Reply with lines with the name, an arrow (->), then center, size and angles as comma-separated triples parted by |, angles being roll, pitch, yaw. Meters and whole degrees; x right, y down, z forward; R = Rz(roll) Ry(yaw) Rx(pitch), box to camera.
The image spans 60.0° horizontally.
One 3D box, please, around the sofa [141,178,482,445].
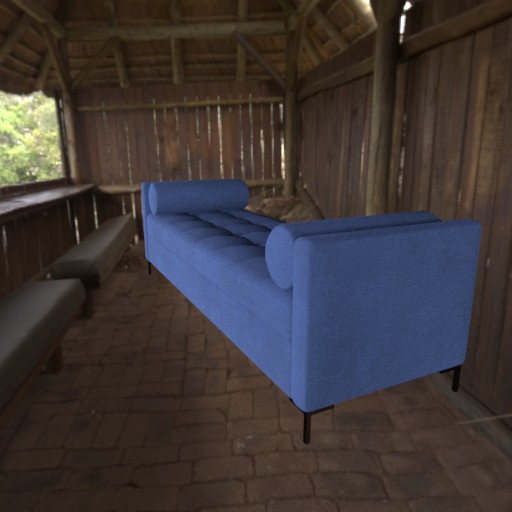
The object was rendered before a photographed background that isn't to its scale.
sofa -> 0.000, 0.000, 2.233 | 0.686, 0.635, 1.981 | -7, 16, -26
